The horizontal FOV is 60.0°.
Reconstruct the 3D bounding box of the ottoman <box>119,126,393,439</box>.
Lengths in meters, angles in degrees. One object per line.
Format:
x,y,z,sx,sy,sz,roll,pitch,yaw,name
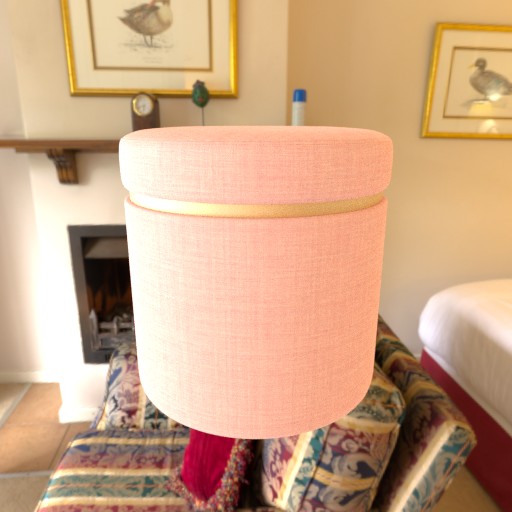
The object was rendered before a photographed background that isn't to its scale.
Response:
0.000,0.000,0.722,0.400,0.406,0.400,0,17,0,ottoman
